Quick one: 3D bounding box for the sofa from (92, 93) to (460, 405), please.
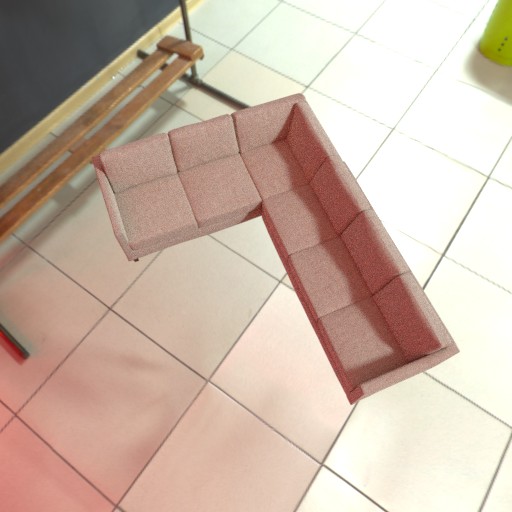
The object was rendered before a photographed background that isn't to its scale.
[{"bbox_3d":[0.000,0.000,4.369,2.432,0.863,3.182,-20,66,-9],"label":"sofa"}]
